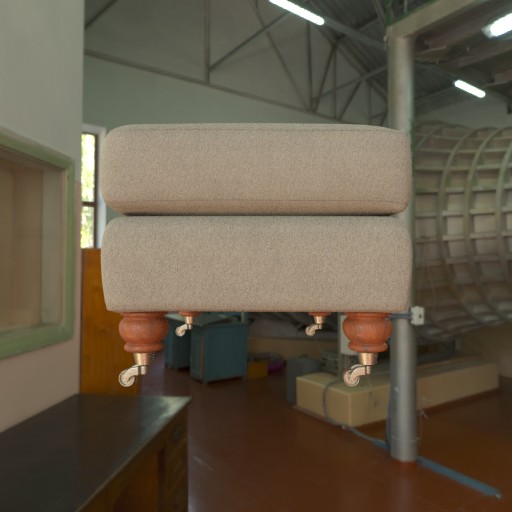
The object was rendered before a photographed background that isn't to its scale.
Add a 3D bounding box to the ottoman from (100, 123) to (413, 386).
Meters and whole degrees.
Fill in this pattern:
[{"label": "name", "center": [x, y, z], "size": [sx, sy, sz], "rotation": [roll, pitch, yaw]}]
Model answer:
[{"label": "ottoman", "center": [0.000, 0.000, 1.141], "size": [0.569, 0.504, 0.773], "rotation": [0, -1, 0]}]
